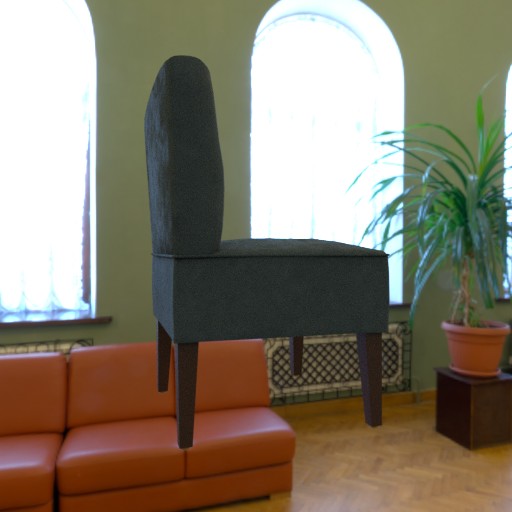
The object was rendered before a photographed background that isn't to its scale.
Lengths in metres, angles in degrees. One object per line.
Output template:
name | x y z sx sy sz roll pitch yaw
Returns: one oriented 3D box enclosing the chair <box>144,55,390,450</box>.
chair | 0.000 0.000 1.180 0.551 0.806 0.521 0 1 -19
